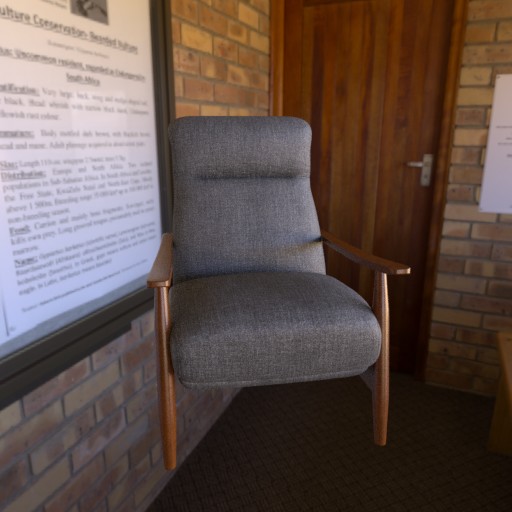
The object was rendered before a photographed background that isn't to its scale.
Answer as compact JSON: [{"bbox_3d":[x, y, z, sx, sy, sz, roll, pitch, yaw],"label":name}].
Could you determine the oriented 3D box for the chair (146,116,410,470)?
[{"bbox_3d":[0.000,0.000,1.750,0.762,1.082,1.030,-3,16,-9],"label":"chair"}]
